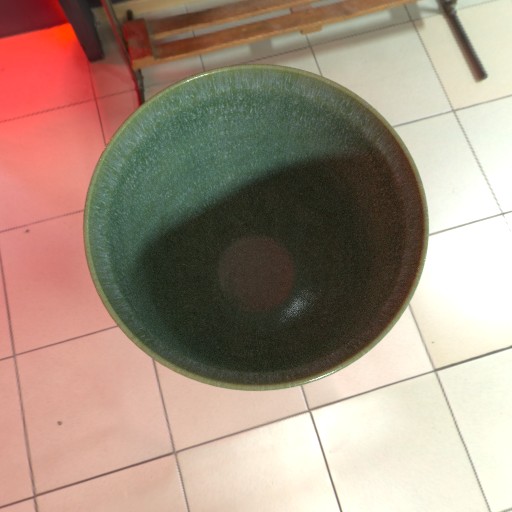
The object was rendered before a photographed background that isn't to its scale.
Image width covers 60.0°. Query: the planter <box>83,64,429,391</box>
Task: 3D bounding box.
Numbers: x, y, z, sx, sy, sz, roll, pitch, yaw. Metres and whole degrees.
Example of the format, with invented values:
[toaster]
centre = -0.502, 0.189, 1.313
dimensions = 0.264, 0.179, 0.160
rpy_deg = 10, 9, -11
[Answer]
[planter]
centre = 0.000, 0.000, 0.470
dimensions = 0.266, 0.270, 0.266
rpy_deg = 0, 75, 0
